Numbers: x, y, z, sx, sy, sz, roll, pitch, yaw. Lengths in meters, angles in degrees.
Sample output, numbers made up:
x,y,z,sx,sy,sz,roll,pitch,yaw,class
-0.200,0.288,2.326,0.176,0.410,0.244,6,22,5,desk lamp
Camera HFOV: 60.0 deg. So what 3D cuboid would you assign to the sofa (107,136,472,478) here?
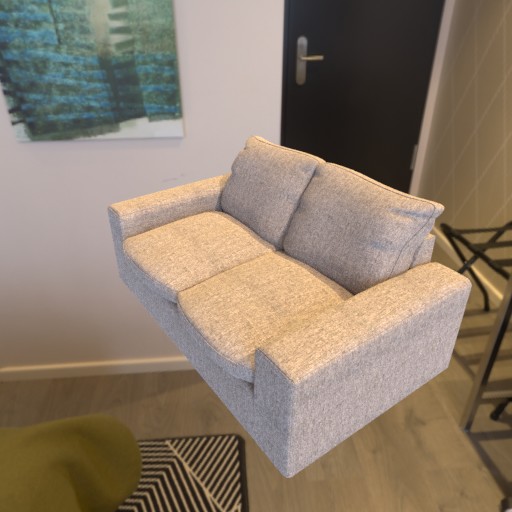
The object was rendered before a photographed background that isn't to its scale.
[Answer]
x,y,z,sx,sy,sz,roll,pitch,yaw,class
0.000,0.000,2.338,1.094,0.877,1.758,-20,35,-30,sofa
